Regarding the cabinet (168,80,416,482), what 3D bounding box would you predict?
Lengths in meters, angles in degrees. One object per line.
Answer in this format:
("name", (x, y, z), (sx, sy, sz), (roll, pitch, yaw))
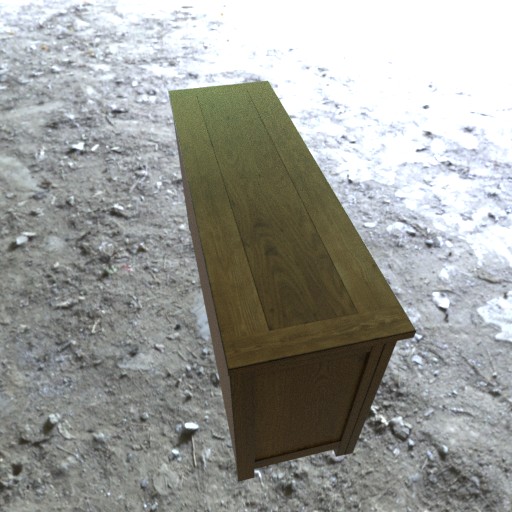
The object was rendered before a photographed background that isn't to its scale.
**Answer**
("cabinet", (0.000, 0.000, 1.847), (0.480, 0.813, 1.474), (-9, 46, -9))
